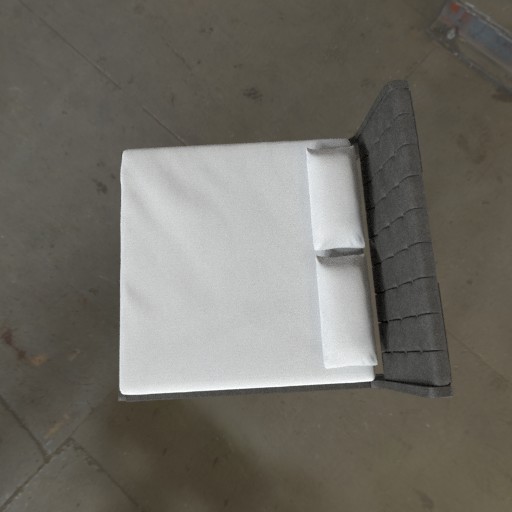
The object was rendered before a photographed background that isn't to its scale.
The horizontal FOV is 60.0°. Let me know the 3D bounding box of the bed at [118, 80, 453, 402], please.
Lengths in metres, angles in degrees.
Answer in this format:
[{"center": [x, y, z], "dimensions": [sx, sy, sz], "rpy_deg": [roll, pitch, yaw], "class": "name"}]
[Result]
[{"center": [0.000, 0.000, 3.104], "dimensions": [2.031, 1.158, 1.903], "rpy_deg": [-3, 78, -1], "class": "bed"}]
